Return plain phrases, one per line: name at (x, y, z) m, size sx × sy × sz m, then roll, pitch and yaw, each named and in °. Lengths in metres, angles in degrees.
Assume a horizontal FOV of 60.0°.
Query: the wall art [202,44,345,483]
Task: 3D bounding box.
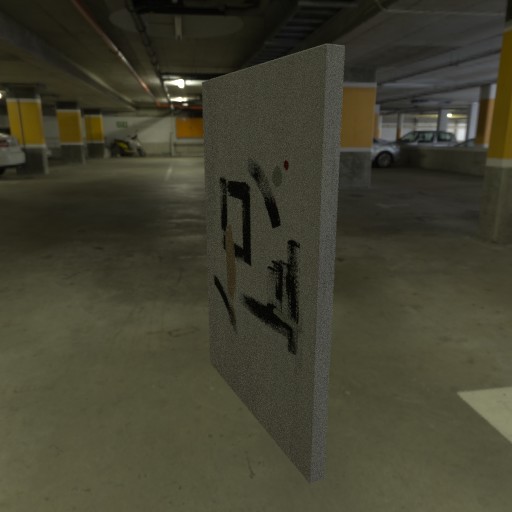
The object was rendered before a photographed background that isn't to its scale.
wall art at (0.000, 0.000, 1.162) m, size 0.043 × 0.914 × 0.624 m, roll -7°, pitch 17°, yaw -26°
